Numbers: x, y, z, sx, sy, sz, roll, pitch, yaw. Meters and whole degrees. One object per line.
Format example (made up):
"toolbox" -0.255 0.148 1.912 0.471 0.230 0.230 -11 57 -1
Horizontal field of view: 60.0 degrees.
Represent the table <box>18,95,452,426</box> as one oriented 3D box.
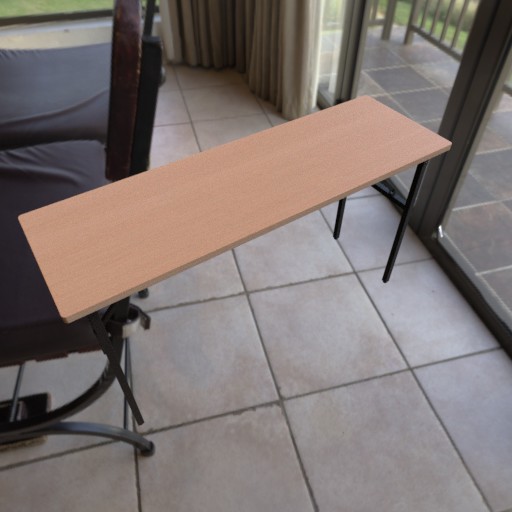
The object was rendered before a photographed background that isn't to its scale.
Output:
"table" 0.000 0.000 1.717 1.397 0.750 0.447 -25 51 -23
